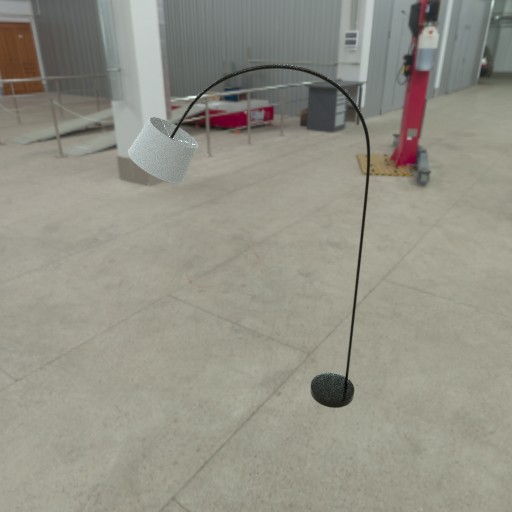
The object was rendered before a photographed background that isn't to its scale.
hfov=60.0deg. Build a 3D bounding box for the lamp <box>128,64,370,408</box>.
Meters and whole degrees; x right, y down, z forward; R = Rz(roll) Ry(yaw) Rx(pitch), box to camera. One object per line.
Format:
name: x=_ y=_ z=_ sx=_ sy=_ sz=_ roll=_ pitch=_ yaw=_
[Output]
lamp: x=0.000 y=0.000 z=2.653 sx=1.363 sy=2.104 sz=0.331 roll=0 pitch=25 yaw=0
